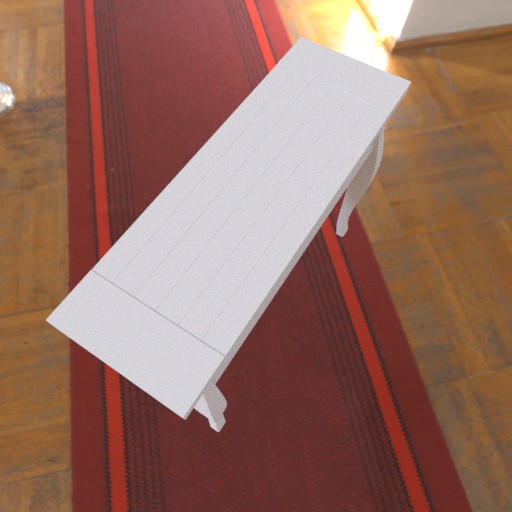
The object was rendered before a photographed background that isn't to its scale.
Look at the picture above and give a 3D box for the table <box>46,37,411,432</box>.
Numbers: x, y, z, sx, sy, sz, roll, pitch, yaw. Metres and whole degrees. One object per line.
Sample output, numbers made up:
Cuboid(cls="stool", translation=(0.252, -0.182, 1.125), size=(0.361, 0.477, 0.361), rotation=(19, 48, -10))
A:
Cuboid(cls="table", translation=(0.000, 0.000, 1.423), size=(0.373, 0.768, 1.062), rotation=(30, 66, 14))
